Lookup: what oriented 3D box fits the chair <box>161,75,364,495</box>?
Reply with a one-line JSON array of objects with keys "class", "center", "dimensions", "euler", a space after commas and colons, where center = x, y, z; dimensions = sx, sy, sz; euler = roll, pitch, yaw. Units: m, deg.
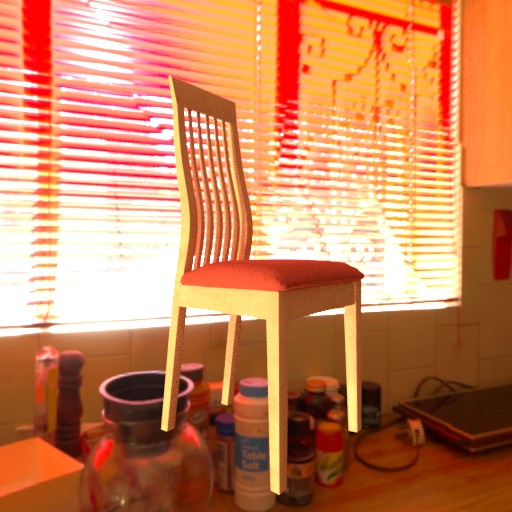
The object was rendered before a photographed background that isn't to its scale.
[{"class": "chair", "center": [0.000, 0.000, 1.264], "dimensions": [0.474, 1.027, 0.460], "euler": [1, 1, 37]}]
